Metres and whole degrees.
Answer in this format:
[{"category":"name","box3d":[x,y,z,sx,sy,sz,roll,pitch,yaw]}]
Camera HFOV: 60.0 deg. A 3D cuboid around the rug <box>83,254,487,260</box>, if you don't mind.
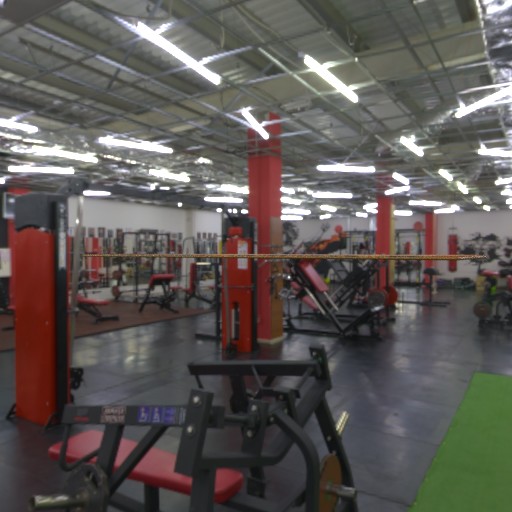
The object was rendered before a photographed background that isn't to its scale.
[{"category":"rug","box3d":[0.000,0.000,2.026,1.820,0.013,0.556,0,1,35]}]
